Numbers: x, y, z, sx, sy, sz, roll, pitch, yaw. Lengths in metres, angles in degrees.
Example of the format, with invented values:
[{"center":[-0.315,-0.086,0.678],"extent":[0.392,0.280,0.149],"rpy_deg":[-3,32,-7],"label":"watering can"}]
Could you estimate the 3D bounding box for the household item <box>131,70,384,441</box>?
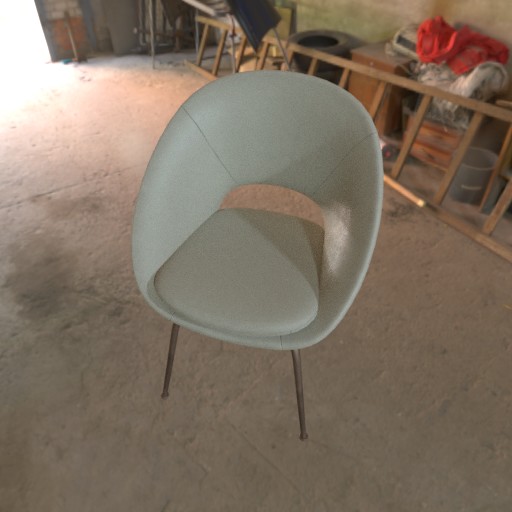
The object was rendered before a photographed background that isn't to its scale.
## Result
[{"center":[0.000,0.000,1.259],"extent":[0.623,0.852,0.573],"rpy_deg":[12,43,13],"label":"household item"}]
